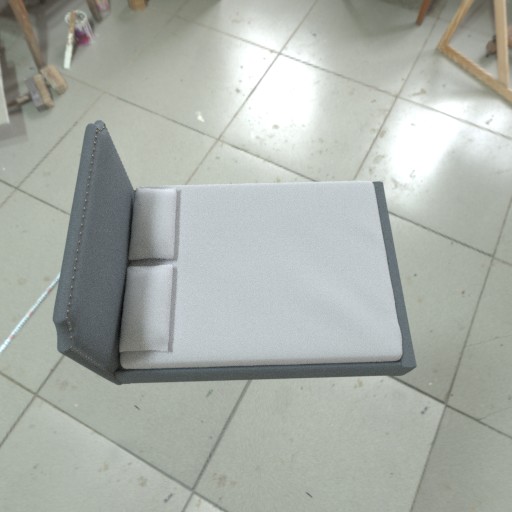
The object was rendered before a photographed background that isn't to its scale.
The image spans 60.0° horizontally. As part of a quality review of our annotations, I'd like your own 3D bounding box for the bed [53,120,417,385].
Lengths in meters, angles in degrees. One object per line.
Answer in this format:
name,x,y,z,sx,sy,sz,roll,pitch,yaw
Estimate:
bed,0.000,0.000,3.425,2.372,1.443,1.712,-2,65,-1
